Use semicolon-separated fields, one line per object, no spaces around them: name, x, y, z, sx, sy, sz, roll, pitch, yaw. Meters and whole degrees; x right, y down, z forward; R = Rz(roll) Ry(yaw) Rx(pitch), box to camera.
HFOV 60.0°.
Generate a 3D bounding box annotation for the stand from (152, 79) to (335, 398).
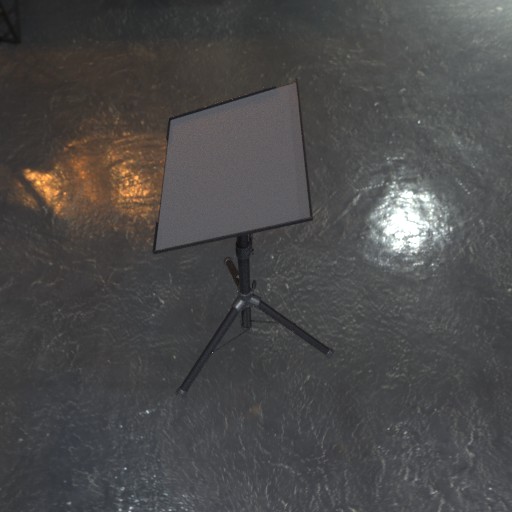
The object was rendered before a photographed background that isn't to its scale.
stand;0.000;0.000;1.585;0.702;1.198;0.702;-1;58;-1
